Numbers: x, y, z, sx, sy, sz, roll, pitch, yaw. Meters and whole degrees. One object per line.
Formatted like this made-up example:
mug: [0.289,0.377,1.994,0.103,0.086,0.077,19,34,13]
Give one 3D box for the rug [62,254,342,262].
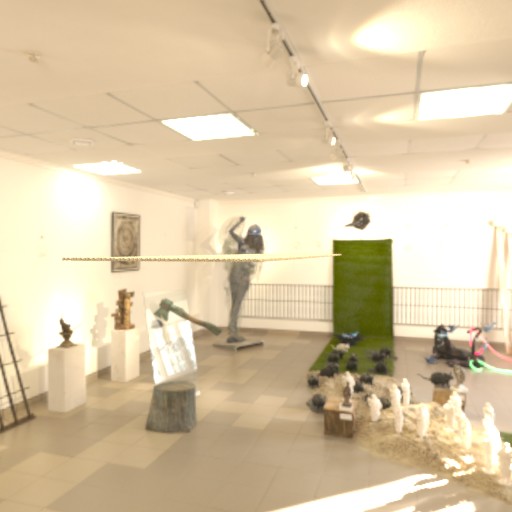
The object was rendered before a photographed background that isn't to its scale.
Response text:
rug: [0.000,0.000,2.821,0.795,0.015,2.544,0,1,17]
